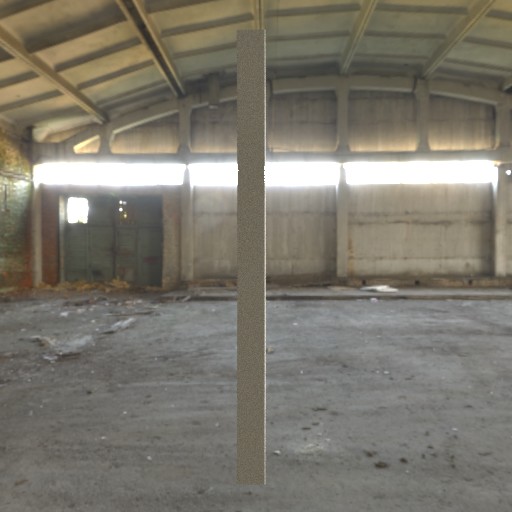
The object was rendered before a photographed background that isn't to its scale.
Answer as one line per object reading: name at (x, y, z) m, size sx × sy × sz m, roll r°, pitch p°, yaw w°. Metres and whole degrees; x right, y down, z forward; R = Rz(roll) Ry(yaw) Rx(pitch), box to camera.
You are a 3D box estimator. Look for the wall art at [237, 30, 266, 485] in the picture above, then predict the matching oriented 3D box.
wall art at (0.000, 0.000, 0.899) m, size 0.038 × 0.610 × 0.610 m, roll 0°, pitch 1°, yaw 1°
